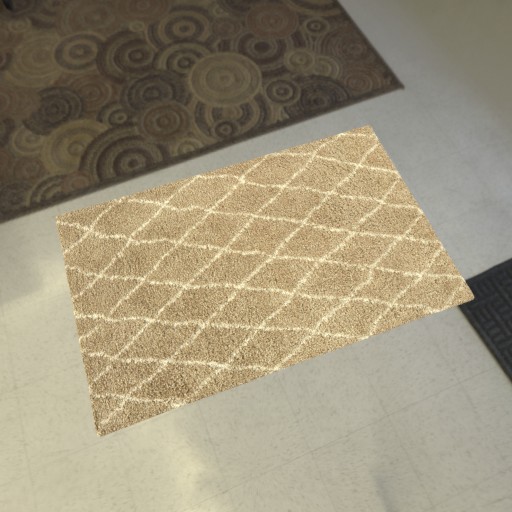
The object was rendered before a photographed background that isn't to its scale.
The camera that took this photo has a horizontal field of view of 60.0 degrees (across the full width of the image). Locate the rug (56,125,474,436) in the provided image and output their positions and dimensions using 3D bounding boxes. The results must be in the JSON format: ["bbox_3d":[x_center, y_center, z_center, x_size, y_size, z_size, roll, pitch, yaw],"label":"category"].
[{"bbox_3d":[0.000,0.000,2.972,2.438,0.030,1.524,-18,66,-8],"label":"rug"}]
